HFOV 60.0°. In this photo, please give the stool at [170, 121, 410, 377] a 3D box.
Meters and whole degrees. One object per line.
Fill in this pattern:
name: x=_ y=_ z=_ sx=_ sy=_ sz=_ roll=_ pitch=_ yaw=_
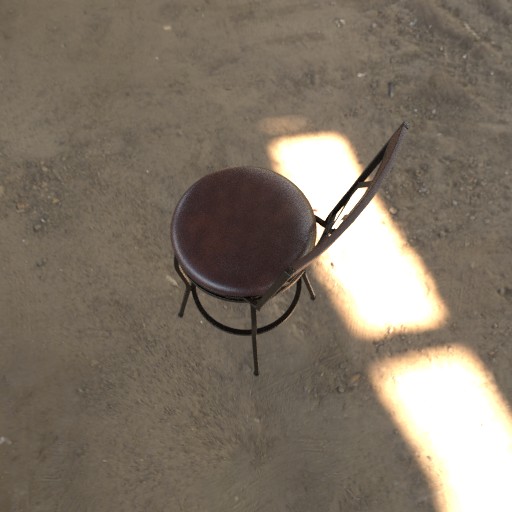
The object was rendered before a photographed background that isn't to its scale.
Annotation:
stool: x=0.000 y=0.000 z=1.387 sx=0.521 sy=1.134 sz=0.432 roll=35 pitch=69 yaw=15
